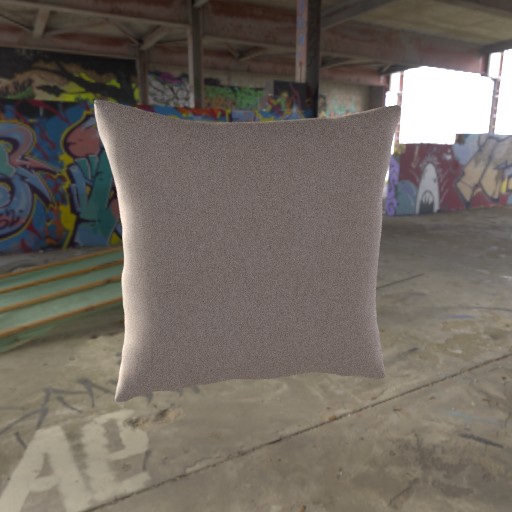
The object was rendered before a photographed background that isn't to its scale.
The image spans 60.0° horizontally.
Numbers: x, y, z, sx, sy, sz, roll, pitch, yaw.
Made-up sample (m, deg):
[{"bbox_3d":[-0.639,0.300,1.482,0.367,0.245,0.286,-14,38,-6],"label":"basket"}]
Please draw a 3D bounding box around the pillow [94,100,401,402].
[{"bbox_3d":[0.000,0.000,0.660,0.433,0.436,0.173,-2,14,-9],"label":"pillow"}]
